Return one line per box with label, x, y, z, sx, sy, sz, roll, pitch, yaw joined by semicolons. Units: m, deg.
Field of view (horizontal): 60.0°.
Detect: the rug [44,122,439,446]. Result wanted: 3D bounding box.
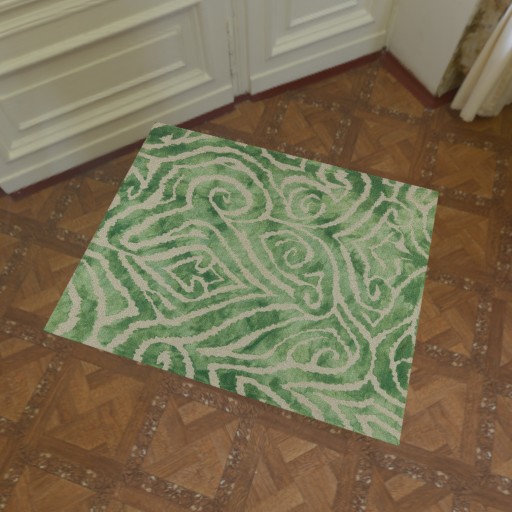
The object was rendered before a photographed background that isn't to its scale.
rug;0.000;0.000;4.095;3.045;0.007;2.436;16;65;7
